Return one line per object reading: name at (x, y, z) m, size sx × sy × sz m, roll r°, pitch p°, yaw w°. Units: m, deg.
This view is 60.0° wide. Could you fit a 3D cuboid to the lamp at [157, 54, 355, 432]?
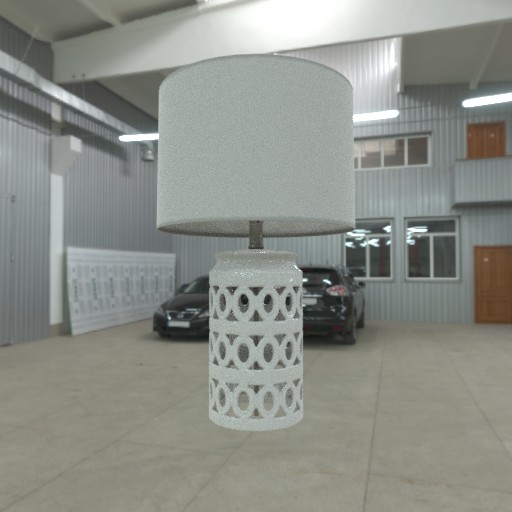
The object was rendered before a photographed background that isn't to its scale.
lamp at (0.000, 0.000, 0.705) m, size 0.310 × 0.502 × 0.310 m, roll 0°, pitch -2°, yaw 0°
